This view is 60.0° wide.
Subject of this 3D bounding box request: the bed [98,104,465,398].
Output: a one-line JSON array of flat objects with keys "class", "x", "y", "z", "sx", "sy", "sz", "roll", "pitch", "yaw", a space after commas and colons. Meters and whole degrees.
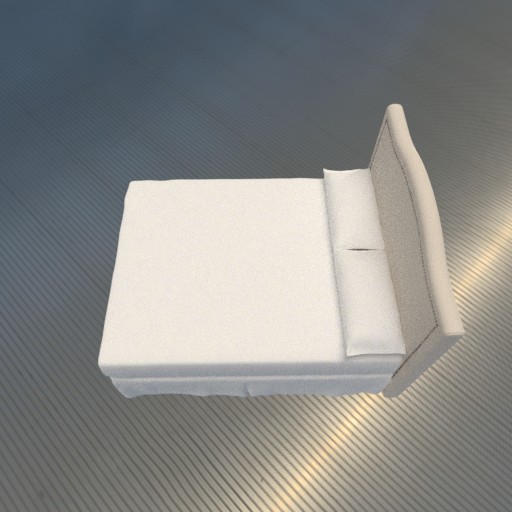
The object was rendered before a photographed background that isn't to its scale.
[{"class": "bed", "x": 0.000, "y": 0.000, "z": 3.240, "sx": 2.143, "sy": 1.460, "sz": 1.753, "roll": -1, "pitch": 58, "yaw": 0}]
